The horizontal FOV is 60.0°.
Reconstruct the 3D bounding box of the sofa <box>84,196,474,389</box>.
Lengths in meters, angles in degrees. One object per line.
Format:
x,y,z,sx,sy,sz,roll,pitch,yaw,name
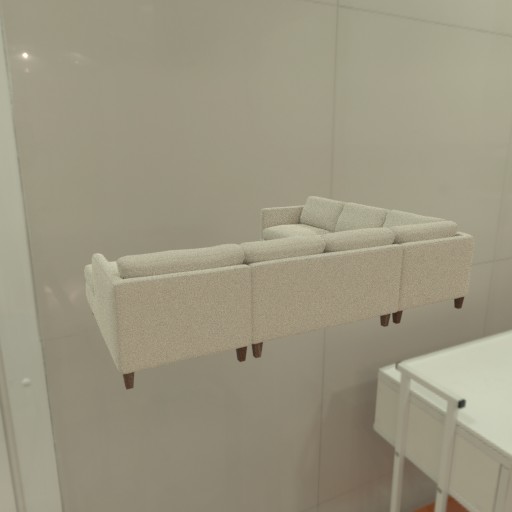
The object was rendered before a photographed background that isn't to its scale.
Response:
0.000,0.000,4.458,3.238,0.853,2.551,-7,16,-27,sofa
